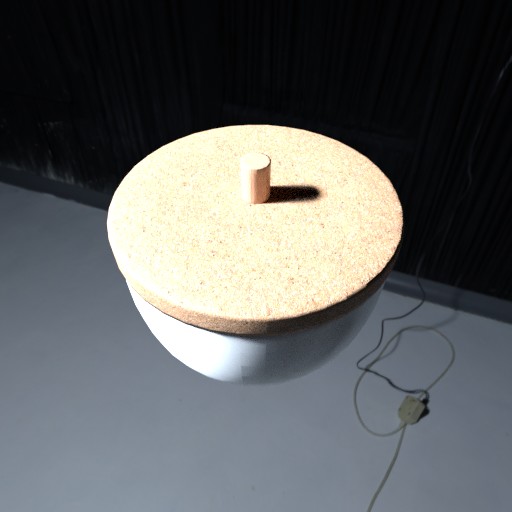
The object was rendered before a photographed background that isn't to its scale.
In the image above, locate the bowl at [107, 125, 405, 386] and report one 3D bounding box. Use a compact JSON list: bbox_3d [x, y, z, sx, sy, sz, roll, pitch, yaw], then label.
[{"bbox_3d":[0.000,0.000,0.217,0.126,0.110,0.126,0,46,0],"label":"bowl"}]
